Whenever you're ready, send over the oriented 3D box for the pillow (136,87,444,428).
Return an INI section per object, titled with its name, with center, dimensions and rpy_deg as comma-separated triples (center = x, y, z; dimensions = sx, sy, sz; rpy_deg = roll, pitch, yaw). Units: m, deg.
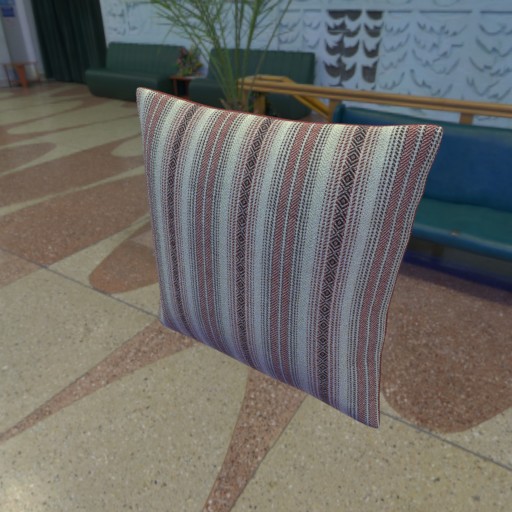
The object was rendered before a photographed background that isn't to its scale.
[pillow]
center = 0.000, 0.000, 0.749
dimensions = 0.513, 0.497, 0.166
rpy_deg = 19, 34, 30
